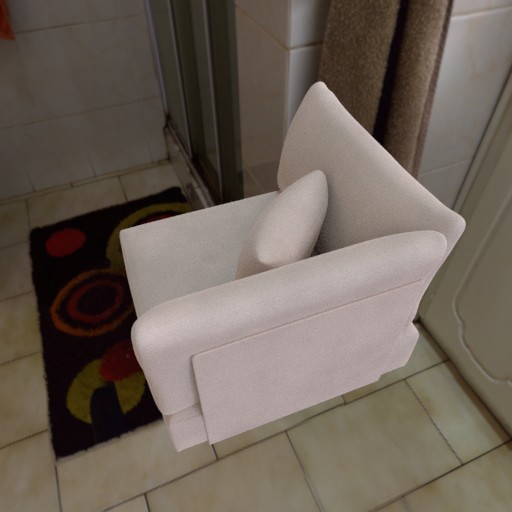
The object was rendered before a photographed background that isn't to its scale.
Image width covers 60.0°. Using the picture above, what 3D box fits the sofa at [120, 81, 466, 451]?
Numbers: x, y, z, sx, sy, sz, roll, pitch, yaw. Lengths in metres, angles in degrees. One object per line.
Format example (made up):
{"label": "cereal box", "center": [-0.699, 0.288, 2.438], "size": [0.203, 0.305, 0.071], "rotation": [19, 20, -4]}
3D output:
{"label": "sofa", "center": [0.000, 0.000, 1.722], "size": [1.000, 0.820, 1.000], "rotation": [-16, 50, -14]}
